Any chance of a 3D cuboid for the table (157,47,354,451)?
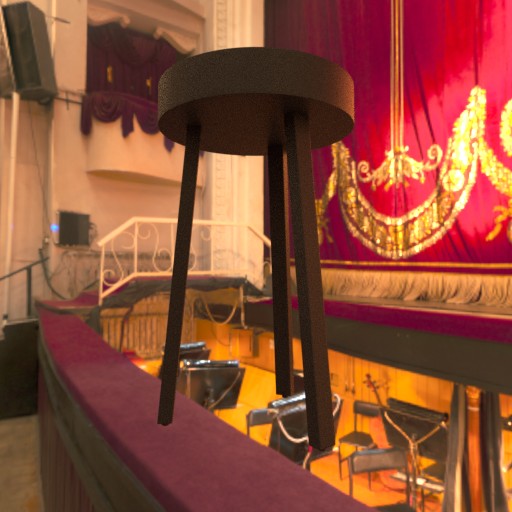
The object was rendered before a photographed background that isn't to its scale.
[{"bbox_3d":[0.000,0.000,0.931,0.406,0.686,0.406,1,-2,-37],"label":"table"}]
